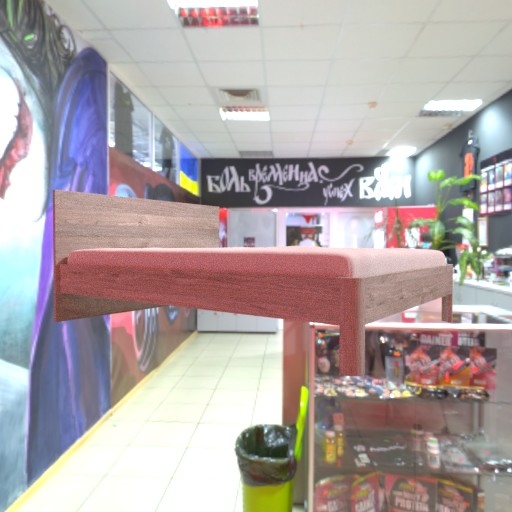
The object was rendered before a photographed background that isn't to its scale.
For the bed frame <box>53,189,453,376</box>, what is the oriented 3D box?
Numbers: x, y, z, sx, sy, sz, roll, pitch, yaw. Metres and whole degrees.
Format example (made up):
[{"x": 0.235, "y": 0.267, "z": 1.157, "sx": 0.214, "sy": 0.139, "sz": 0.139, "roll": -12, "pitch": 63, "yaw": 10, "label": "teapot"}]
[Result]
[{"x": 0.000, "y": 0.000, "z": 2.702, "sx": 1.950, "sy": 0.800, "sz": 1.490, "roll": 1, "pitch": 2, "yaw": 37, "label": "bed frame"}]
